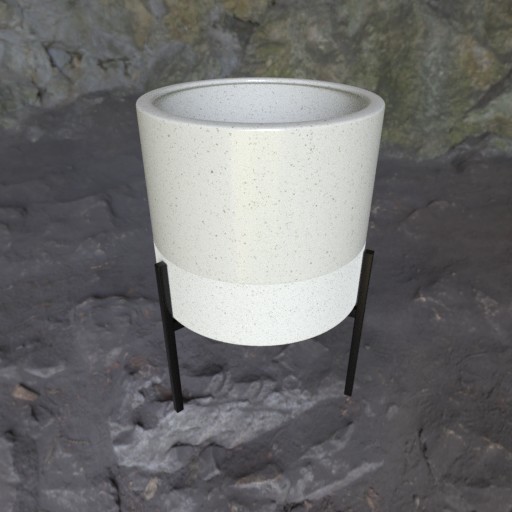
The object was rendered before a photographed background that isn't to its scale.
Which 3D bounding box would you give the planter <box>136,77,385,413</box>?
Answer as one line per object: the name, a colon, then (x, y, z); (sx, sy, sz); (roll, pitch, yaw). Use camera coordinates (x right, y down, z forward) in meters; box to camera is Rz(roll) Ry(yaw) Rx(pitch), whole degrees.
planter: (0.000, 0.000, 0.334); (0.159, 0.230, 0.152); (-21, 36, -31)
